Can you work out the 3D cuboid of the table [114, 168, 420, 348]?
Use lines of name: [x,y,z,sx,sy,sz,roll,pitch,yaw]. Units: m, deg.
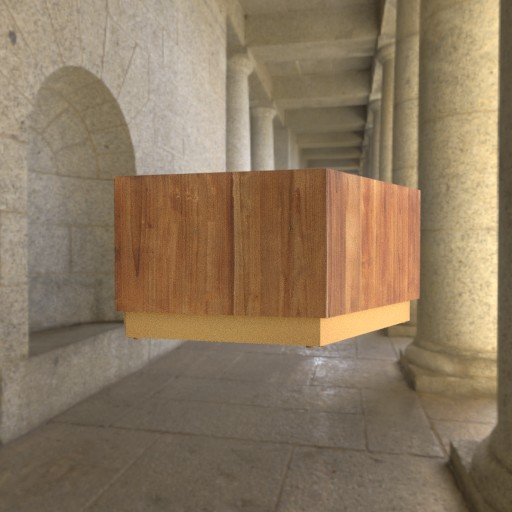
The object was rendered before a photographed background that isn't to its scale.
table: [0.000,0.000,1.648,1.000,0.456,1.154,0,1,-18]
